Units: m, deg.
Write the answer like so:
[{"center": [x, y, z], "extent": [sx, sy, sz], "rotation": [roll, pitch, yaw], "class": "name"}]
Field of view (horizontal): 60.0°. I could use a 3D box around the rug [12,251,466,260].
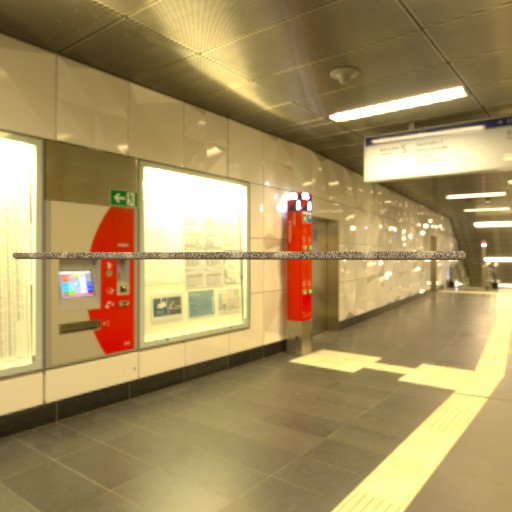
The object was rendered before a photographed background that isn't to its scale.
[{"center": [0.000, 0.000, 2.030], "extent": [1.600, 0.025, 1.200], "rotation": [0, 0, 18], "class": "rug"}]
